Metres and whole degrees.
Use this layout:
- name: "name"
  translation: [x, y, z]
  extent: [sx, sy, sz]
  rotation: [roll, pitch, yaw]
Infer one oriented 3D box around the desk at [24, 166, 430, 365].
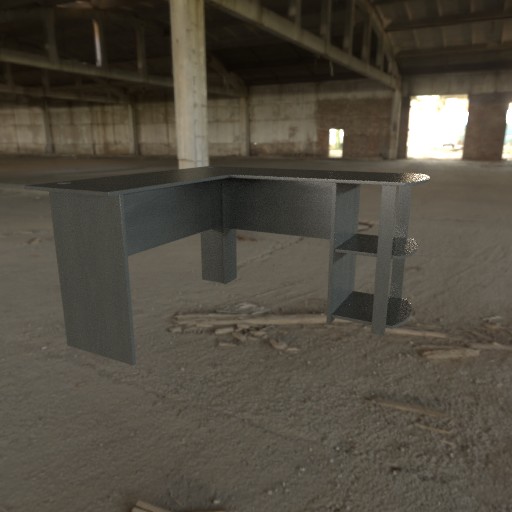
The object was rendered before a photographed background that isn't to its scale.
- name: "desk"
  translation: [0.000, 0.000, 2.072]
  extent: [1.361, 0.716, 1.303]
  rotation: [8, 17, 27]
